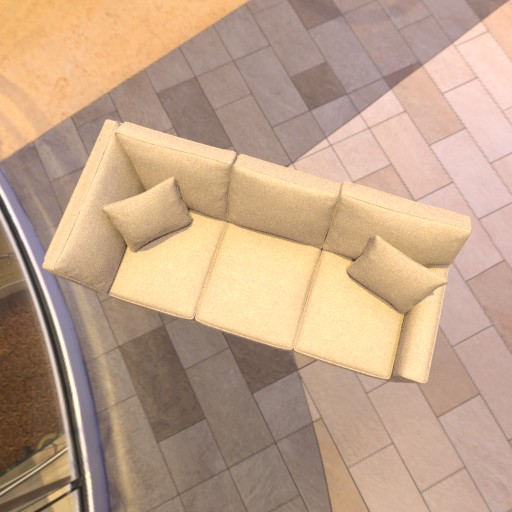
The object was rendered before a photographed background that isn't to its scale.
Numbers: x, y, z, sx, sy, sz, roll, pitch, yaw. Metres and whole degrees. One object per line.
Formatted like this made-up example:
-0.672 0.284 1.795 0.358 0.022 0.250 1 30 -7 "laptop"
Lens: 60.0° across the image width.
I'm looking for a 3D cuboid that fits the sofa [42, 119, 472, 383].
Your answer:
0.000 0.000 2.861 2.317 0.962 1.061 17 75 4 "sofa"
